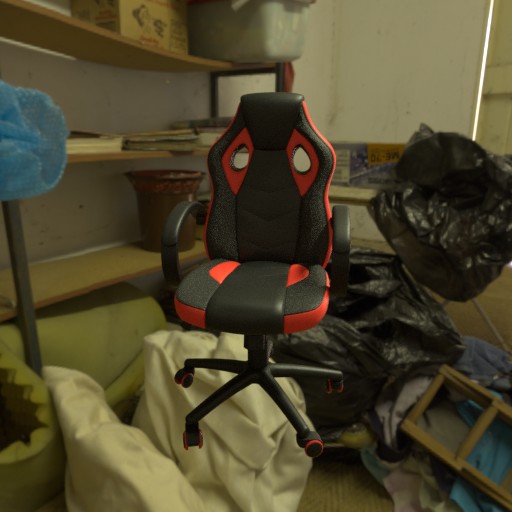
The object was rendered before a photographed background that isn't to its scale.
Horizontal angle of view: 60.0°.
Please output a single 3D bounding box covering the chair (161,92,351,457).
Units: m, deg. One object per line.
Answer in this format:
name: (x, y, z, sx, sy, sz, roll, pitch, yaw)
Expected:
chair: (0.000, 0.000, 1.410, 0.600, 1.016, 0.642, 2, 17, 8)
